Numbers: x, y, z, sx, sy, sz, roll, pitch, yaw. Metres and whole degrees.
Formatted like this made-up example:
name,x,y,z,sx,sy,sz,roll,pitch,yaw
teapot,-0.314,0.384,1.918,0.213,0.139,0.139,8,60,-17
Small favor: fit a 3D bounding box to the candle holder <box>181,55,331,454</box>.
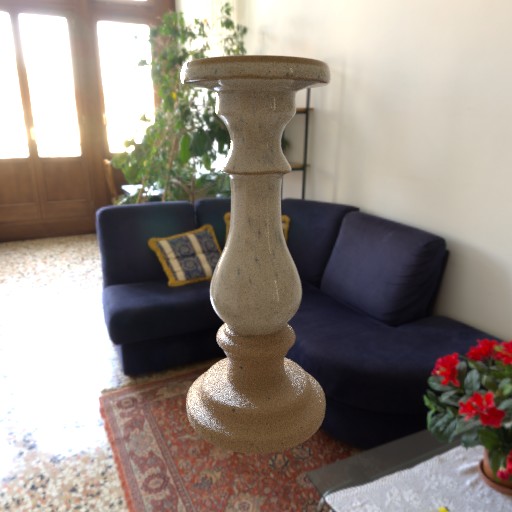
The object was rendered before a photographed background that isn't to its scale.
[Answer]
name,x,y,z,sx,sy,sz,roll,pitch,yaw
candle holder,0.000,0.000,0.255,0.088,0.203,0.088,0,17,0
